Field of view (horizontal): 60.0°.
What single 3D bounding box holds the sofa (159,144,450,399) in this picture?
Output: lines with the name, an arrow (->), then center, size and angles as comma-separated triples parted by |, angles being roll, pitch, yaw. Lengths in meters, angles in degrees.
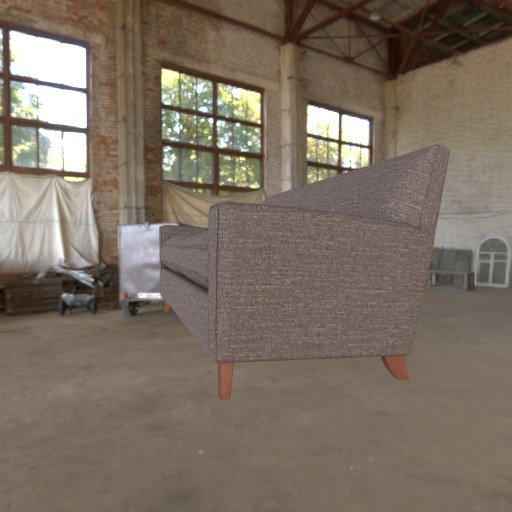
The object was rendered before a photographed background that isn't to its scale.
sofa -> 0.000, 0.000, 2.378 | 0.875, 0.846, 1.976 | -1, 2, -17
